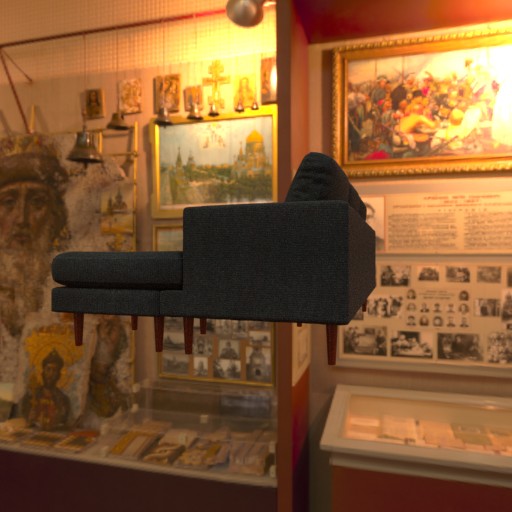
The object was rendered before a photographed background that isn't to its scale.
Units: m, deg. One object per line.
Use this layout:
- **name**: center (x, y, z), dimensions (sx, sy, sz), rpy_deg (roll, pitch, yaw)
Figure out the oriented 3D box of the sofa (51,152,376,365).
- **sofa**: center (0.000, 0.000, 3.083), dimensions (1.504, 0.956, 2.233), rpy_deg (0, 0, 18)
